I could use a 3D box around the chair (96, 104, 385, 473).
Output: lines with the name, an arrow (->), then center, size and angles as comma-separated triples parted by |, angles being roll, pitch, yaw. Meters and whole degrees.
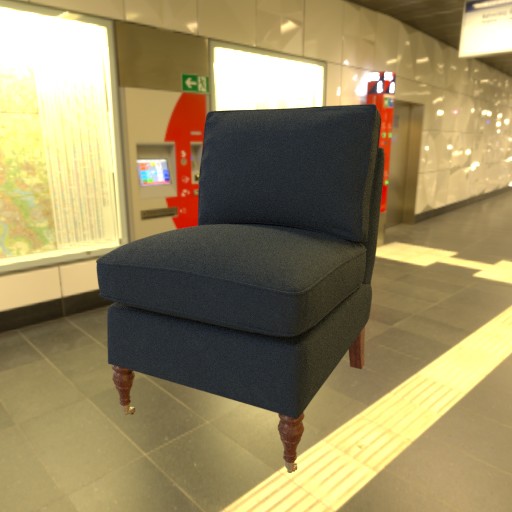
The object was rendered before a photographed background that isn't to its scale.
chair -> 0.000, 0.000, 1.601 | 0.724, 1.052, 0.912 | 7, 16, 26
